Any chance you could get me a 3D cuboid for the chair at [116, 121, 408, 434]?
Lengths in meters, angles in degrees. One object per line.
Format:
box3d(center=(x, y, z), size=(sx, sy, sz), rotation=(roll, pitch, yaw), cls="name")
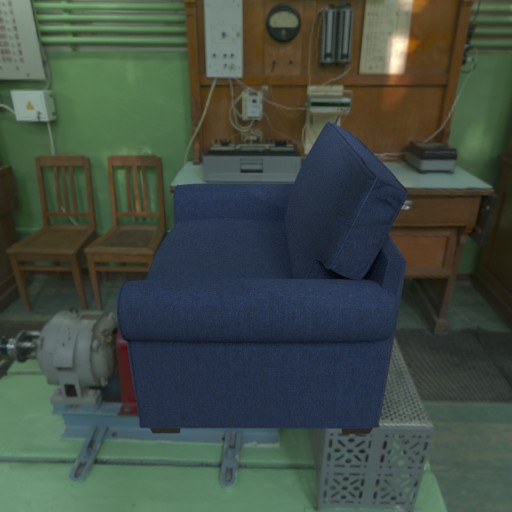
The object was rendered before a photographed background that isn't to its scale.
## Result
box3d(center=(0.000, 0.000, 2.008), size=(0.963, 1.044, 1.285), rotation=(0, 26, 0), cls="chair")
